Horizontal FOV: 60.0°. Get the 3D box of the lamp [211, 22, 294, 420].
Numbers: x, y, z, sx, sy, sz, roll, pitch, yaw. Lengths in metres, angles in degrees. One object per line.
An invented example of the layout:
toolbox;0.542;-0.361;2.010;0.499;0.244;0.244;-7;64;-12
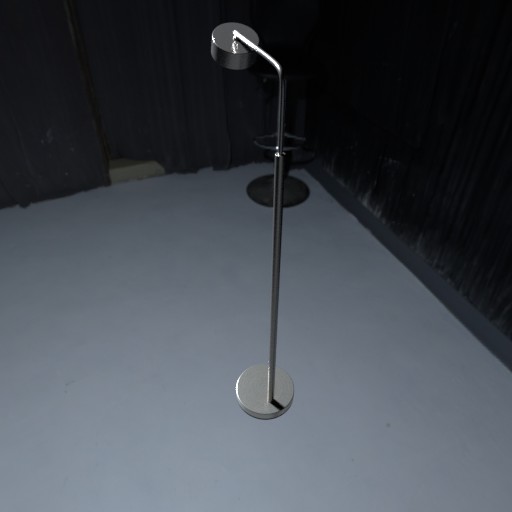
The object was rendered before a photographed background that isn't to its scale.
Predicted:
lamp;0.000;0.000;1.395;0.222;1.250;0.421;-14;42;-16
